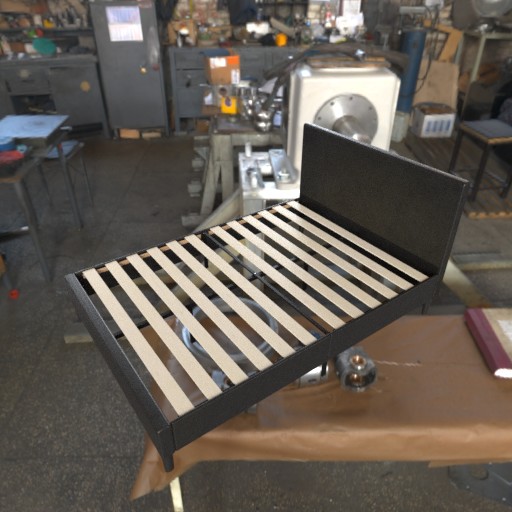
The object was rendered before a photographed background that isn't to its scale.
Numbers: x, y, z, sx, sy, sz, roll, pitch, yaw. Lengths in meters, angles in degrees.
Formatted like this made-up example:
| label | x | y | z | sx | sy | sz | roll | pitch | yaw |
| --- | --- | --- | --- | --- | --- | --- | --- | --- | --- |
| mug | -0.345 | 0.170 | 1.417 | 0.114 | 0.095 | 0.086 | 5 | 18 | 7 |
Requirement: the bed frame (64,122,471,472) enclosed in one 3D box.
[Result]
| label | x | y | z | sx | sy | sz | roll | pitch | yaw |
| --- | --- | --- | --- | --- | --- | --- | --- | --- | --- |
| bed frame | 0.000 | 0.000 | 2.934 | 2.152 | 1.046 | 1.469 | -22 | 39 | -29 |
